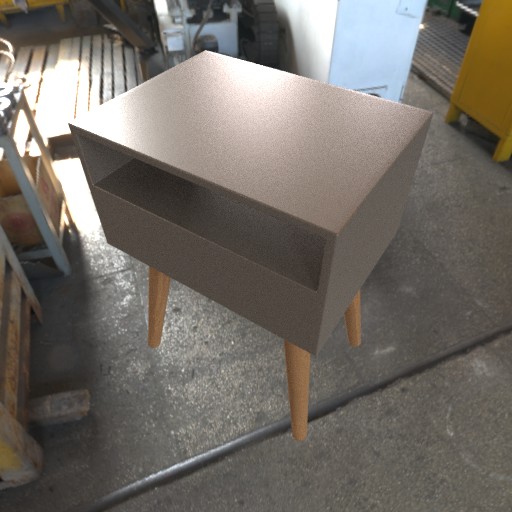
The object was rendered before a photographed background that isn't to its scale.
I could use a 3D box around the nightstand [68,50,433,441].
[{"bbox_3d":[0.000,0.000,0.742,0.370,0.508,0.288,25,51,23],"label":"nightstand"}]
